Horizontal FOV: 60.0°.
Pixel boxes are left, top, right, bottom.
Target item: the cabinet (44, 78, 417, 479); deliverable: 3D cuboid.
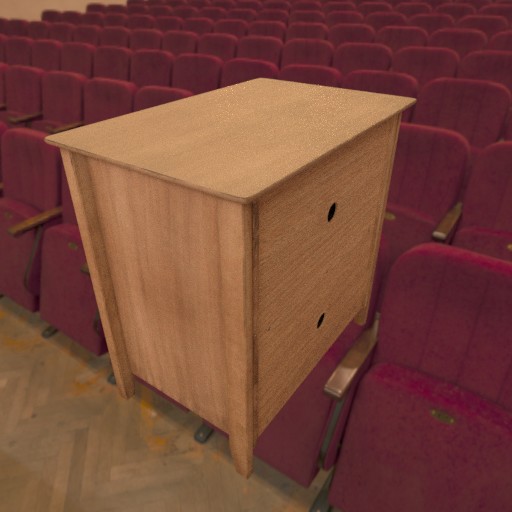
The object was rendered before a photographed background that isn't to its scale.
[{"bbox_3d":[0.000,0.000,1.220,0.503,0.762,0.763,21,38,29],"label":"cabinet"}]
